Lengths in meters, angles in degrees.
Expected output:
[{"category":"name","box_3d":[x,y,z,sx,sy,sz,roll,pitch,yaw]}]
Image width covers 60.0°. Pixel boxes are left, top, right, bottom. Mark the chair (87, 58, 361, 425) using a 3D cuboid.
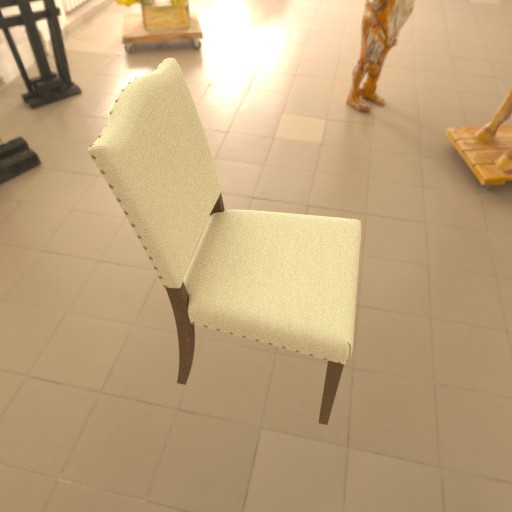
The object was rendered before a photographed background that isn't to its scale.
[{"category":"chair","box_3d":[0.000,0.000,1.330,0.619,1.015,0.508,9,47,8]}]
